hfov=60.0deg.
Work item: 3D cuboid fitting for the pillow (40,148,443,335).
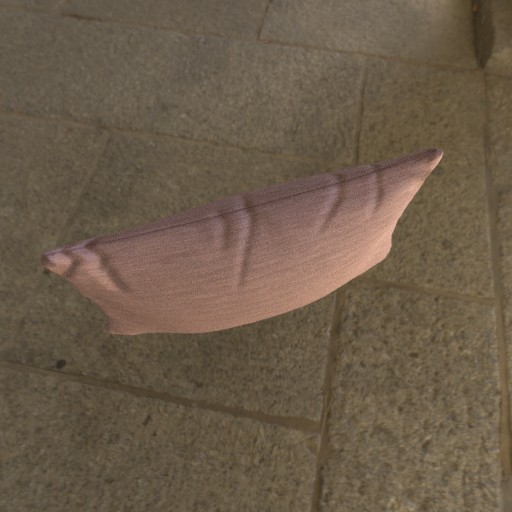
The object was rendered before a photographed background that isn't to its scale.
[{"bbox_3d":[0.000,0.000,0.803,0.633,0.338,0.210,-16,64,-8],"label":"pillow"}]
